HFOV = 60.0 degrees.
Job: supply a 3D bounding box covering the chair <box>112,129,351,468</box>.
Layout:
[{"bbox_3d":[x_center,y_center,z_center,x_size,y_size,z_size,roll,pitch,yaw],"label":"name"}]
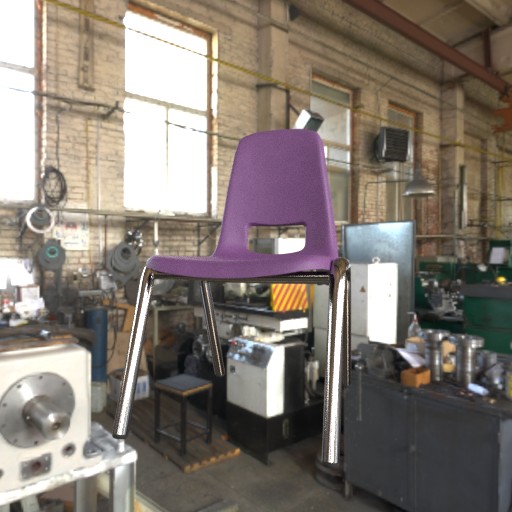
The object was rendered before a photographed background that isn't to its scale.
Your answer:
[{"bbox_3d":[0.000,0.000,0.846,0.356,0.584,0.419,0,0,17],"label":"chair"}]
